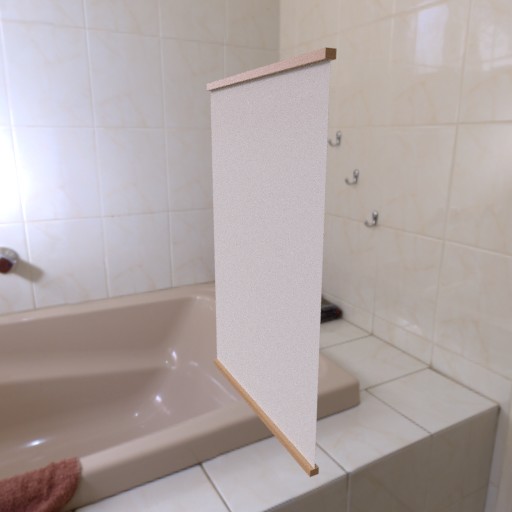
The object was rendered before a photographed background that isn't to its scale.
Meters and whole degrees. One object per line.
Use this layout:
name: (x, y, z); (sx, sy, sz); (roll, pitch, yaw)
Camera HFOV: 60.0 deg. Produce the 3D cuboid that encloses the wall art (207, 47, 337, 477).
wall art: (0.000, 0.000, 0.655); (0.013, 0.510, 0.335); (-7, 16, -26)
